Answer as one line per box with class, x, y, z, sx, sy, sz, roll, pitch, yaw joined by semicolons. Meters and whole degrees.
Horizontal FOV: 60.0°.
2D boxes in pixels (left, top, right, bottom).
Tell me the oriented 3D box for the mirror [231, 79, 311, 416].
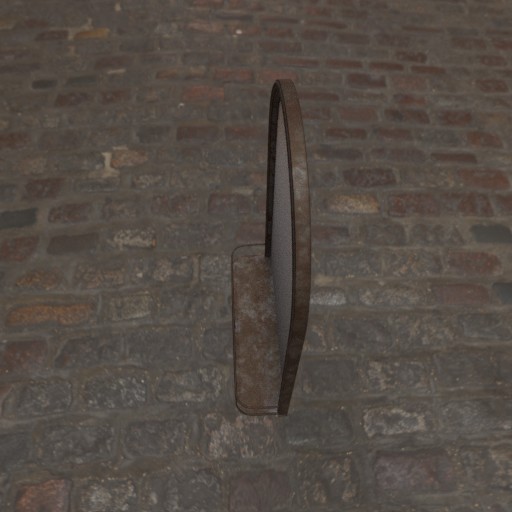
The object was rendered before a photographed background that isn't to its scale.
mirror;0.000;0.000;0.985;0.137;0.770;0.510;-3;56;-2
